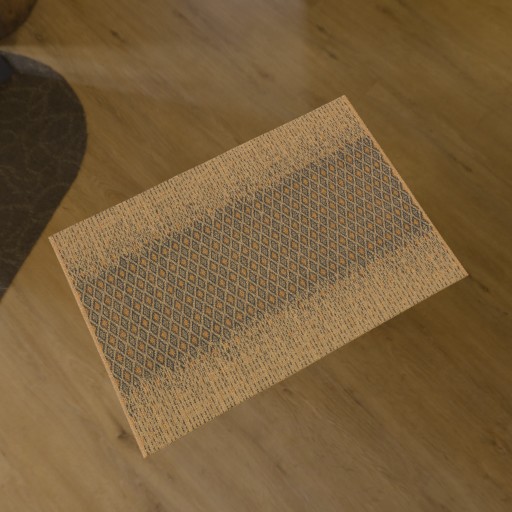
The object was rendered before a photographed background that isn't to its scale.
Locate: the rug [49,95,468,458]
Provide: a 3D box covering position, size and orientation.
[{"bbox_3d":[0.000,0.000,2.308,1.828,0.005,1.219,-27,76,-7],"label":"rug"}]
